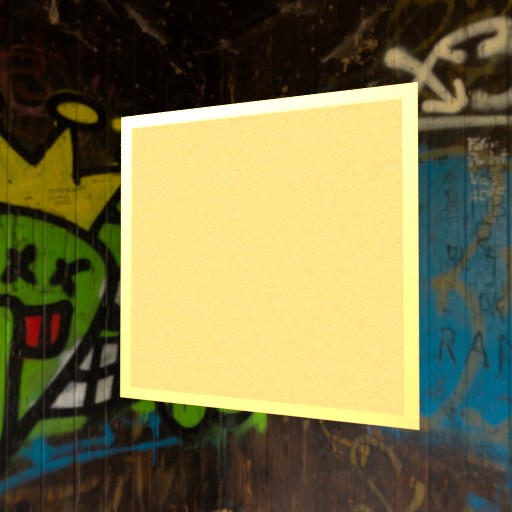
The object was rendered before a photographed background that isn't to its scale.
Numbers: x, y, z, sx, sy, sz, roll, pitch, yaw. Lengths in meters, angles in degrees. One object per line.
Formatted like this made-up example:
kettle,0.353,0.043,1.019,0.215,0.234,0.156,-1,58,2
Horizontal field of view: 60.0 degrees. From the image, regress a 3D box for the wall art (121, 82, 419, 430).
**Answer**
wall art,0.000,0.000,2.804,1.926,1.926,0.099,0,-1,18
